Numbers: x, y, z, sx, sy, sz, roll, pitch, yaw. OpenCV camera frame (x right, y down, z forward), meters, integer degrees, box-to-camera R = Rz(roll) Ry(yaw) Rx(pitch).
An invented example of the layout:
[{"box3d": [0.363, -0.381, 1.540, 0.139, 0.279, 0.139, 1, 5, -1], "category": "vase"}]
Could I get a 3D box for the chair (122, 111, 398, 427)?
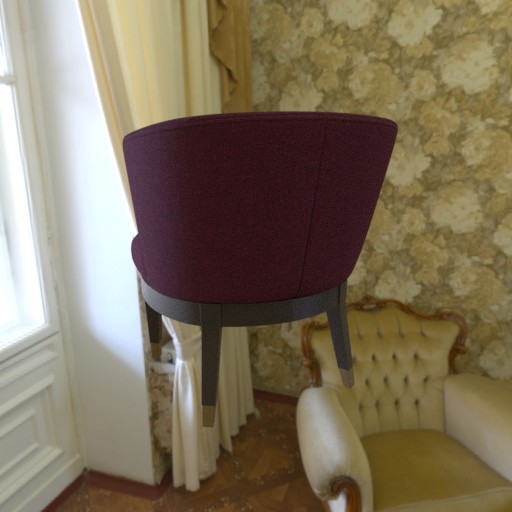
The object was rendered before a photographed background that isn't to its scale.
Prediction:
[{"box3d": [0.000, 0.000, 1.284, 0.700, 0.760, 0.660, -7, 16, -25], "category": "chair"}]
